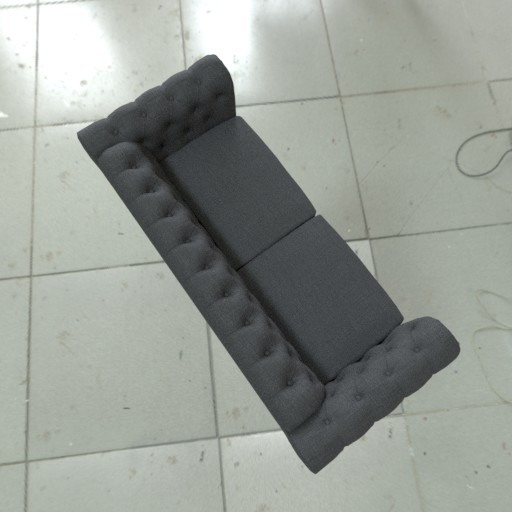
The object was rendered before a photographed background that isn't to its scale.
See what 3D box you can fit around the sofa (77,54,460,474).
[{"bbox_3d":[0.000,0.000,2.230,0.783,0.797,1.798,-35,77,-9],"label":"sofa"}]
